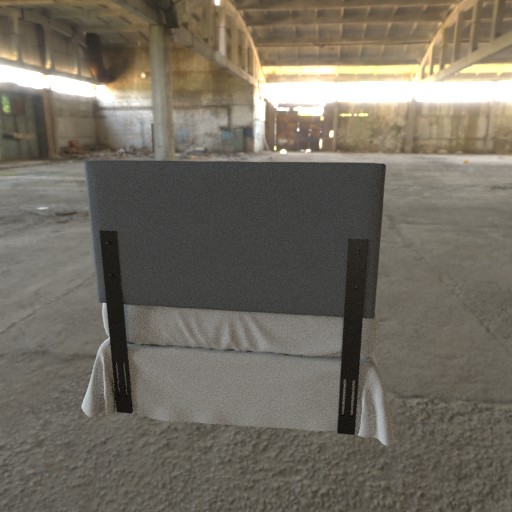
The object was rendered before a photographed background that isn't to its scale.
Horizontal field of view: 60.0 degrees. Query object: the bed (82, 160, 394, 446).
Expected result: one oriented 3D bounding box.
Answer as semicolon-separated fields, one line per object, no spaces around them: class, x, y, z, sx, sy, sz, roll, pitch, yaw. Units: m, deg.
bed;0.000;0.000;3.494;1.936;1.577;2.222;2;16;8
